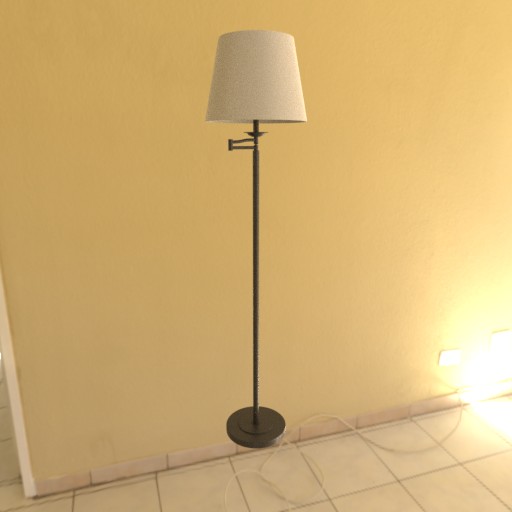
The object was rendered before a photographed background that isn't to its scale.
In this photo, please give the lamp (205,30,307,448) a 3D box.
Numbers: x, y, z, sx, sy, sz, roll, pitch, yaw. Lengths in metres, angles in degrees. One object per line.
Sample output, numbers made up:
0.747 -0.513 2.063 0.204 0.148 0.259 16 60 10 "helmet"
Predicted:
0.000 0.000 1.641 0.348 1.473 0.348 -8 16 -27 "lamp"
